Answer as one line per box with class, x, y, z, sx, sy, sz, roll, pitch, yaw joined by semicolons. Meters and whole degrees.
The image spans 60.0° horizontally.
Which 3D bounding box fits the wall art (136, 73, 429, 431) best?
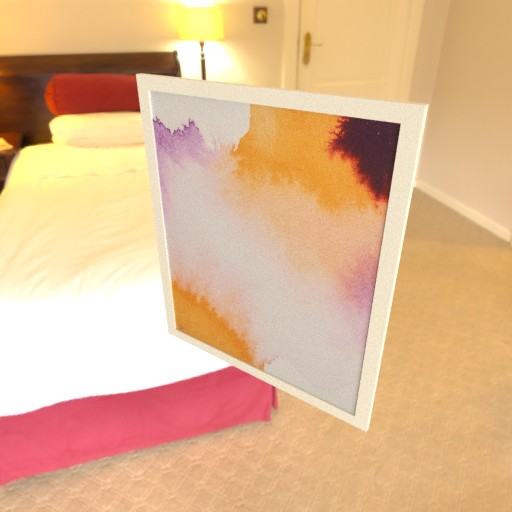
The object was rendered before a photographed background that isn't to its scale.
wall art;0.000;0.000;0.770;0.482;0.557;0.012;19;34;29
